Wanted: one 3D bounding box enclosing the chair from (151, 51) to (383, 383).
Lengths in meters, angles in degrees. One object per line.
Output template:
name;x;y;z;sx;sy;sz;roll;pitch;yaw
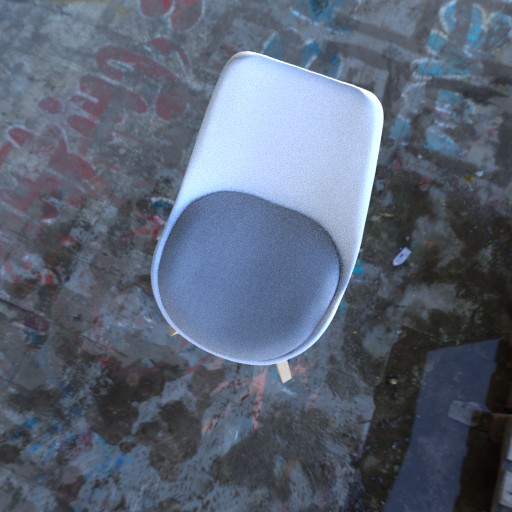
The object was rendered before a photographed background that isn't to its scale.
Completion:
chair;0.000;0.000;1.169;0.485;0.850;0.550;21;75;6
